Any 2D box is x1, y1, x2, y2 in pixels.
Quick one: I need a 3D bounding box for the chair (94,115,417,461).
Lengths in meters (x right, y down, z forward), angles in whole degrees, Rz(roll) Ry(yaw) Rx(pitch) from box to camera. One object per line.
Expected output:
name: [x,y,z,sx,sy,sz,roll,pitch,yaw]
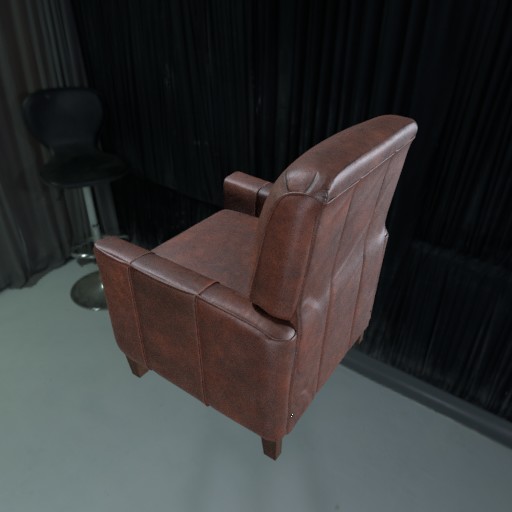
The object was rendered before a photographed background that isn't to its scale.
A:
chair: [0.000,0.000,1.657,0.836,1.043,0.843,20,37,29]
